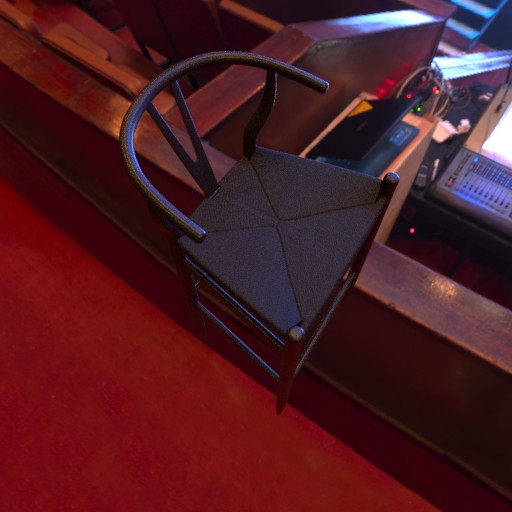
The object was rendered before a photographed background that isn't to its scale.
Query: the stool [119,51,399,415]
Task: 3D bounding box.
[{"bbox_3d":[0.000,0.000,1.398,0.579,1.072,0.569,28,63,16],"label":"stool"}]
